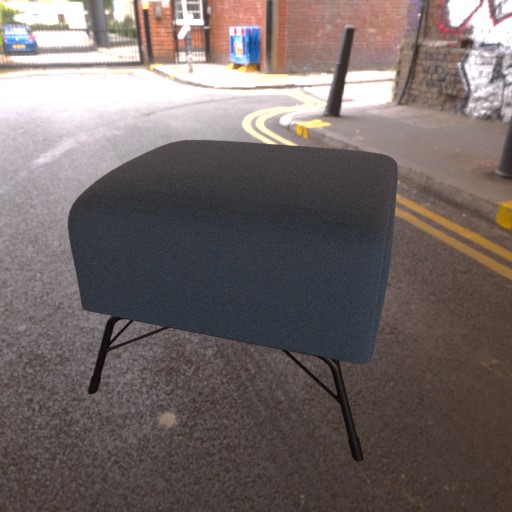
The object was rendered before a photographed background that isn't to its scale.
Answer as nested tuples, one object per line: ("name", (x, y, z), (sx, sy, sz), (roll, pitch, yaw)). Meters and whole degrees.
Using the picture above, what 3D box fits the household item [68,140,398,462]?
("household item", (0.000, 0.000, 0.922), (0.530, 0.420, 0.530), (8, 28, 15))
